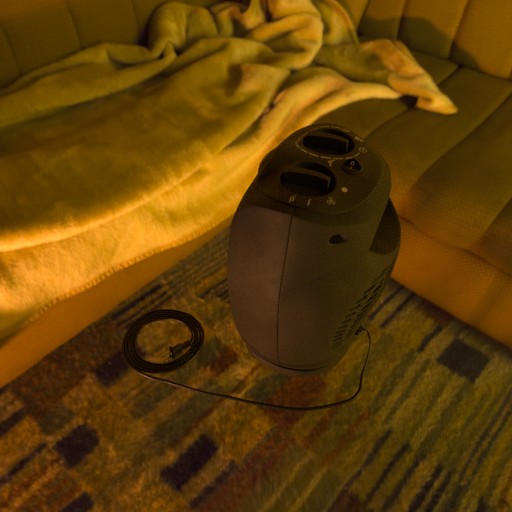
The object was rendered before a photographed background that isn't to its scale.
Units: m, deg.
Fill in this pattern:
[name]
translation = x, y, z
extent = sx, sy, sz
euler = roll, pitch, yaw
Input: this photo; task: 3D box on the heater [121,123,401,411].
[heater]
translation = 0.000, 0.000, 0.478
extent = 0.291, 0.255, 0.239
euler = 17, 48, 15
